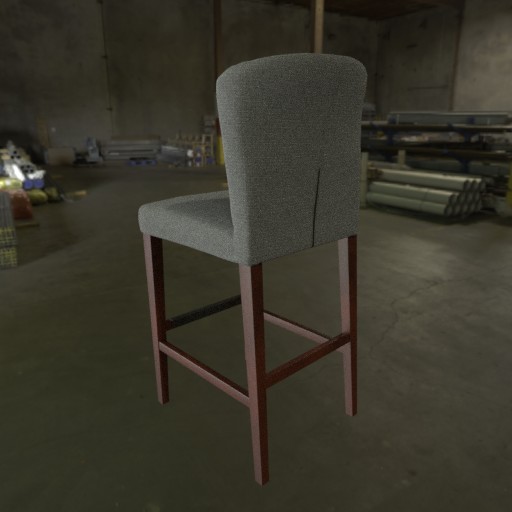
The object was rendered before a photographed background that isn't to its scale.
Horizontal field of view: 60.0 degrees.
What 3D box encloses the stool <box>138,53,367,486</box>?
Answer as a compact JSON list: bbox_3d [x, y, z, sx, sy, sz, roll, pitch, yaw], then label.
[{"bbox_3d":[0.000,0.000,1.342,0.486,1.069,0.568,-16,23,-42],"label":"stool"}]
